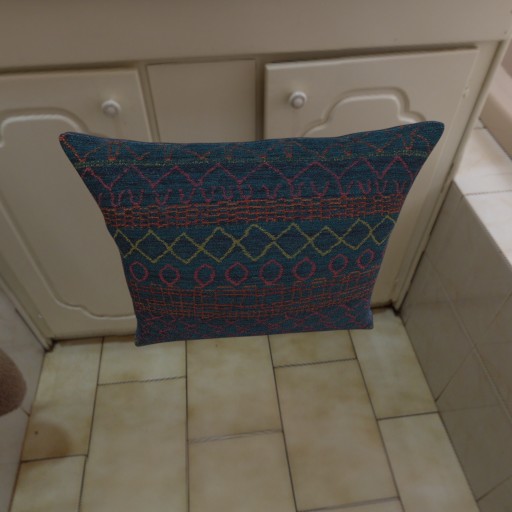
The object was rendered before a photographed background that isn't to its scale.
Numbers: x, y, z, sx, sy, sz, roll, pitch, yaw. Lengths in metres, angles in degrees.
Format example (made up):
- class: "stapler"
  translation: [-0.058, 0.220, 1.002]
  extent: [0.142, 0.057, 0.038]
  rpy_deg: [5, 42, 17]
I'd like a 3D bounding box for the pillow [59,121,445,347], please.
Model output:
- class: "pillow"
  translation: [0.000, 0.000, 0.645]
  extent: [0.431, 0.431, 0.141]
  rpy_deg: [-3, 48, -3]
